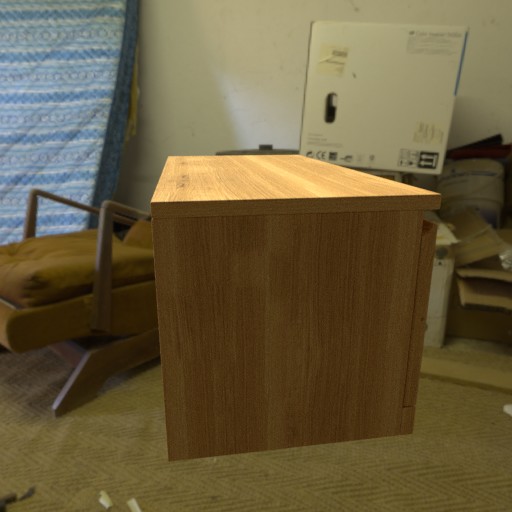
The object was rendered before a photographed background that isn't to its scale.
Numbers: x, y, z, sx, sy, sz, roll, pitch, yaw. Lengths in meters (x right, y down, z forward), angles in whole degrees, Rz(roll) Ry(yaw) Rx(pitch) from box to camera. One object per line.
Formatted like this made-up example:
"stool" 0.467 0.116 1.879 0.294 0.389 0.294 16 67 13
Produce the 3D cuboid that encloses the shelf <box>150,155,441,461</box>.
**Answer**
"shelf" 0.000 0.000 1.026 0.400 0.400 0.800 -3 17 -9
